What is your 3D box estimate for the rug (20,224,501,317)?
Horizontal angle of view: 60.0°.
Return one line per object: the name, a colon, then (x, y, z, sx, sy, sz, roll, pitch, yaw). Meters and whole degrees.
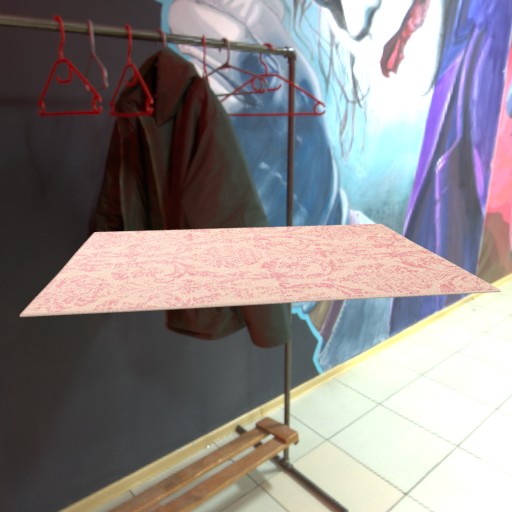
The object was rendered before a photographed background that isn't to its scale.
rug: (0.000, 0.000, 2.249, 1.839, 0.012, 1.219, -2, 17, -7)
